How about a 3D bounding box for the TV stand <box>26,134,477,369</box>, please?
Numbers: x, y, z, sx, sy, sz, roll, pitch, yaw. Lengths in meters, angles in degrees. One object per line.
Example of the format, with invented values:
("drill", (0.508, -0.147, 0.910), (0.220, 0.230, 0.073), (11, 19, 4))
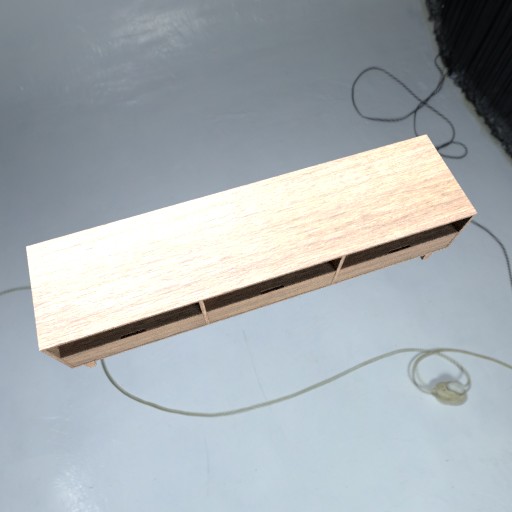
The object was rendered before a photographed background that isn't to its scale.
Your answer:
("TV stand", (0.000, 0.000, 1.678), (1.482, 0.409, 0.366), (-17, 65, -8))
